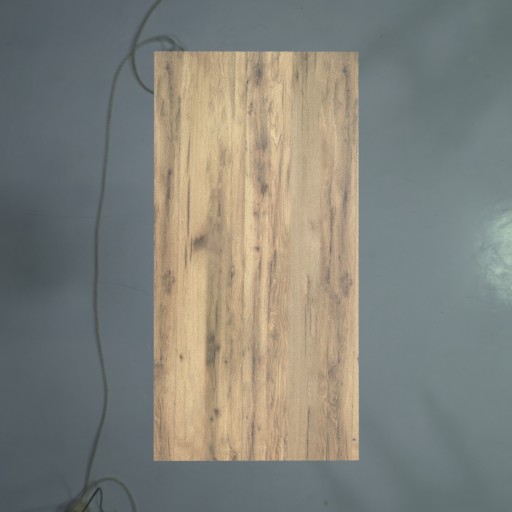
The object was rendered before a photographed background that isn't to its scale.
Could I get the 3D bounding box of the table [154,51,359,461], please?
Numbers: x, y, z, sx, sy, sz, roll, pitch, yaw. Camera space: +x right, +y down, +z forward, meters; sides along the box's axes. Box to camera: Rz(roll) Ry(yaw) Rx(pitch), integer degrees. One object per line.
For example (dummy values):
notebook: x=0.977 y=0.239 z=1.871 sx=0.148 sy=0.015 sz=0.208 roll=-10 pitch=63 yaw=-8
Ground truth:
table: x=0.000 y=0.000 z=2.553 sx=1.000 sy=0.770 sz=2.000 roll=0 pitch=90 yaw=0
